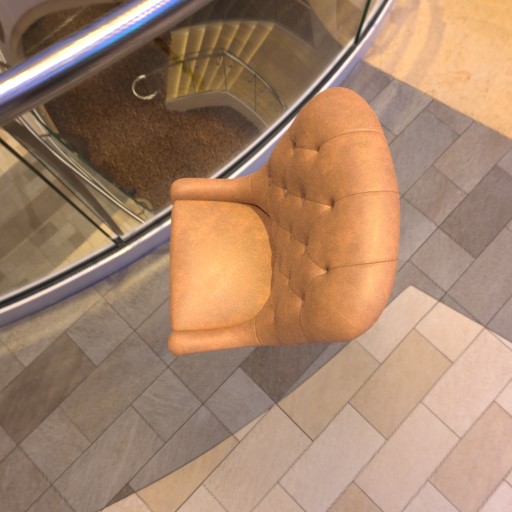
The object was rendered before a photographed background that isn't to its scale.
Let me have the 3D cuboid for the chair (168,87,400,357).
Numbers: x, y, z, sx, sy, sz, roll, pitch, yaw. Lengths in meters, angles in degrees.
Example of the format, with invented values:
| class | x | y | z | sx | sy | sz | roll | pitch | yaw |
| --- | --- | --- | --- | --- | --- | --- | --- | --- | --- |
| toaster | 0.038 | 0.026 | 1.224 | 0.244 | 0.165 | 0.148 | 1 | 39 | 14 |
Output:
| class | x | y | z | sx | sy | sz | roll | pitch | yaw |
| --- | --- | --- | --- | --- | --- | --- | --- | --- | --- |
| chair | 0.000 | 0.000 | 1.476 | 0.629 | 1.091 | 0.634 | -2 | 76 | 0 |
